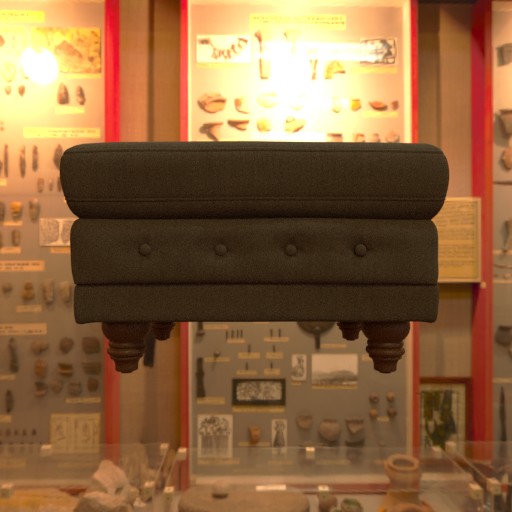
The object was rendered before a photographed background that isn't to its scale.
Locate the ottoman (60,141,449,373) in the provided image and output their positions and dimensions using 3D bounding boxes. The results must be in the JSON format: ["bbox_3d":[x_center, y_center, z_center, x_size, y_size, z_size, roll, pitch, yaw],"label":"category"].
[{"bbox_3d":[0.000,0.000,1.136,0.771,0.500,0.569,0,0,0],"label":"ottoman"}]
